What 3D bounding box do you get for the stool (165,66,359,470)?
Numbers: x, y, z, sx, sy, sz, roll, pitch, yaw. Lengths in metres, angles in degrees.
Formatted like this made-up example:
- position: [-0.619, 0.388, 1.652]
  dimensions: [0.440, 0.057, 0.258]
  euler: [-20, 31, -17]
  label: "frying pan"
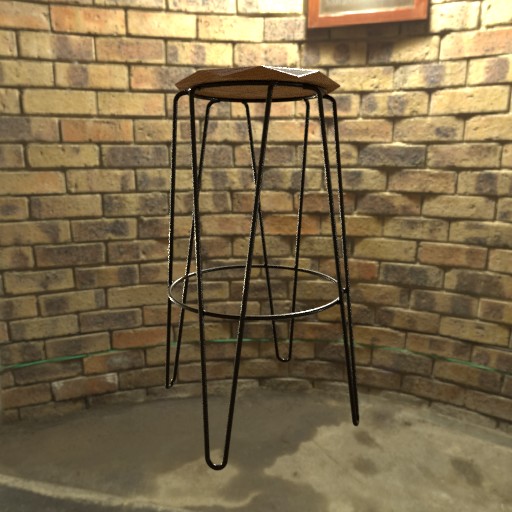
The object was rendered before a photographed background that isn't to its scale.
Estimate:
- position: [0.000, 0.000, 0.819]
  dimensions: [0.326, 0.610, 0.326]
  euler: [-6, 14, -24]
  label: "stool"
